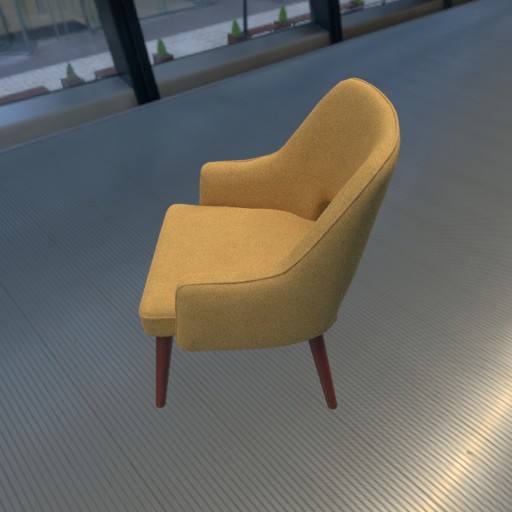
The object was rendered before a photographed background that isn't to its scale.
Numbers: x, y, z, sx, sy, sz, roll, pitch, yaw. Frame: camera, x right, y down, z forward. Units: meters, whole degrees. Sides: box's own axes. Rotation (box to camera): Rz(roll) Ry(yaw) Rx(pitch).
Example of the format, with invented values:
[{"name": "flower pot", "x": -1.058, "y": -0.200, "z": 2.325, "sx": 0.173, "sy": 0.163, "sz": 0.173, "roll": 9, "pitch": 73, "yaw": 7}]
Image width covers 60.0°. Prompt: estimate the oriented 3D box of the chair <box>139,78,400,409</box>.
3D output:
[{"name": "chair", "x": 0.000, "y": 0.000, "z": 1.221, "sx": 0.605, "sy": 0.849, "sz": 0.548, "roll": 1, "pitch": 42, "yaw": 1}]
